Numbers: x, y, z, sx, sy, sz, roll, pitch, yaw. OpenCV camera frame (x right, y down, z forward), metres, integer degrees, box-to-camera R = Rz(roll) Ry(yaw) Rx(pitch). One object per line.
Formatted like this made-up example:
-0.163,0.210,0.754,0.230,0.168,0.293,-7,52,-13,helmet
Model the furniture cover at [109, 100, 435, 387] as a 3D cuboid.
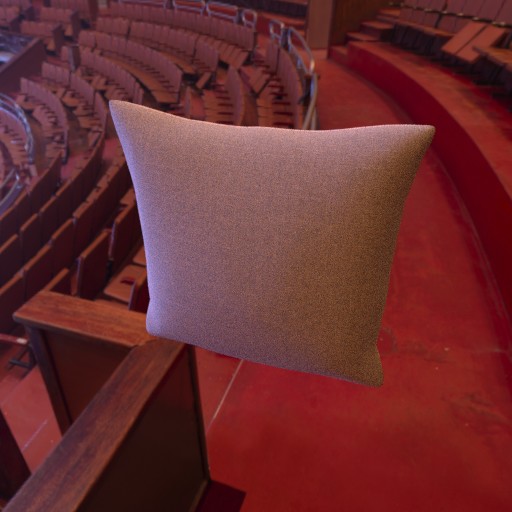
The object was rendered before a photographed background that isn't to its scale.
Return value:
0.000,0.000,0.790,0.512,0.506,0.178,10,33,15,furniture cover
